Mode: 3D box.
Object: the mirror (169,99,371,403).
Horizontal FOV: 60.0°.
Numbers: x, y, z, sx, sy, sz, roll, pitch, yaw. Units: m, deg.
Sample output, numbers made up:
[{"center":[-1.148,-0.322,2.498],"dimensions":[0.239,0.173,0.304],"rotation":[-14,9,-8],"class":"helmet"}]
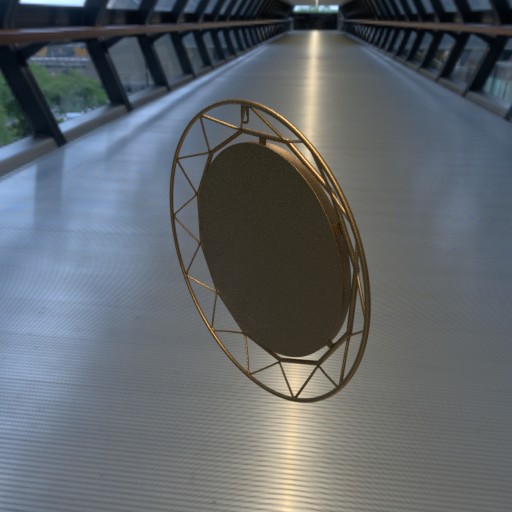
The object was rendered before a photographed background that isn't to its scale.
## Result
[{"center":[0.000,0.000,0.672],"dimensions":[0.043,0.454,0.454],"rotation":[-20,33,-34],"class":"mirror"}]
